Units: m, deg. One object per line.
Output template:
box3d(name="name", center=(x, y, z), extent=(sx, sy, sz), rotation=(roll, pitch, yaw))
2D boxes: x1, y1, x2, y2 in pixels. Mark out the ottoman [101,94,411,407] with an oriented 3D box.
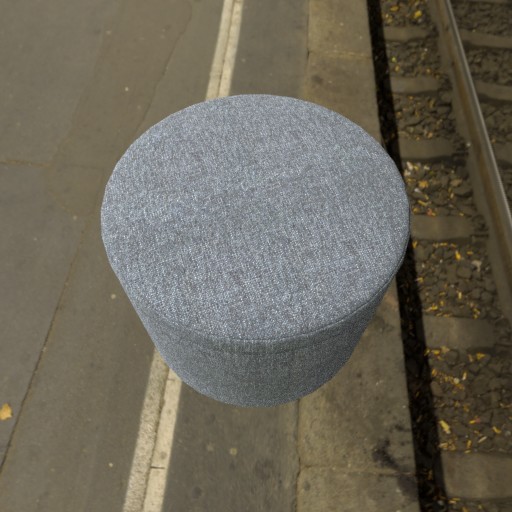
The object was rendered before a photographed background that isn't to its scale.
box3d(name="ottoman", center=(0.000, 0.000, 0.876), extent=(0.500, 0.419, 0.500), rotation=(0, 59, 0))
